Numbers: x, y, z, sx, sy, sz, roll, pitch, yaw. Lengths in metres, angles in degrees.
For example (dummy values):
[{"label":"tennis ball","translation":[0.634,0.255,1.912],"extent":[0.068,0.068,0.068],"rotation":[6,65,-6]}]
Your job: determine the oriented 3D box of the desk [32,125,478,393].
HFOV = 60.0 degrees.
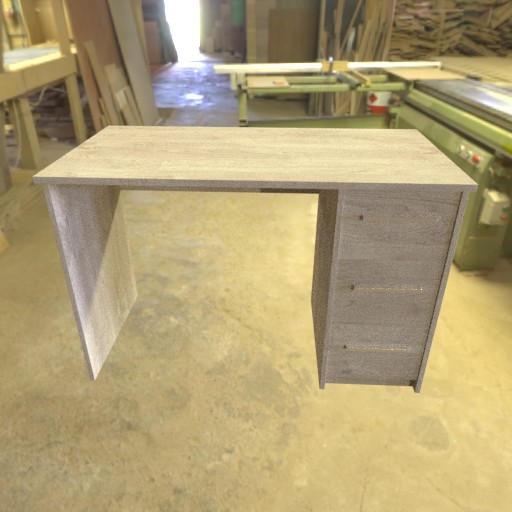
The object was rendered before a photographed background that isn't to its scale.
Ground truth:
[{"label":"desk","translation":[0.000,0.000,1.511],"extent":[1.097,0.735,0.560],"rotation":[1,29,3]}]
